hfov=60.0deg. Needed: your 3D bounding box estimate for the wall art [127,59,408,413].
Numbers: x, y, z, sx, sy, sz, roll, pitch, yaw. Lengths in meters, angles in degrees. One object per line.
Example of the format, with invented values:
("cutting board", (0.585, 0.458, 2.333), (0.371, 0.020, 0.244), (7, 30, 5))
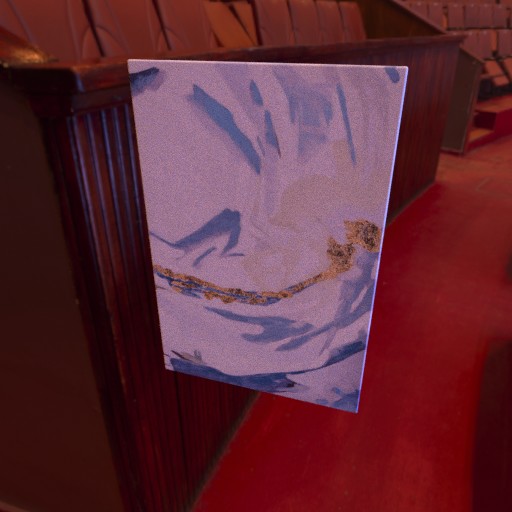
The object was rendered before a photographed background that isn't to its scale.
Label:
("wall art", (0.000, 0.000, 1.140), (0.610, 0.914, 0.016), (8, 29, 16))
